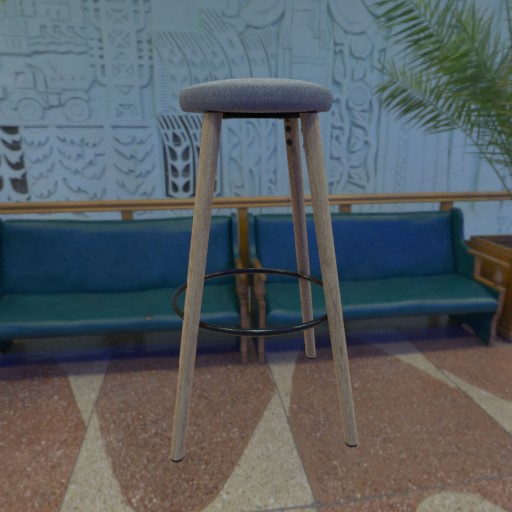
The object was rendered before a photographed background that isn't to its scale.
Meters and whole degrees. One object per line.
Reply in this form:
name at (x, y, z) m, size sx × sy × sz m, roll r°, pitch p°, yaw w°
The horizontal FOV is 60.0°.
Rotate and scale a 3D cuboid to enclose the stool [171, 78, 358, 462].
stool at (0.000, 0.000, 1.036) m, size 0.410 × 0.770 × 0.410 m, roll -2°, pitch 17°, yaw -6°
